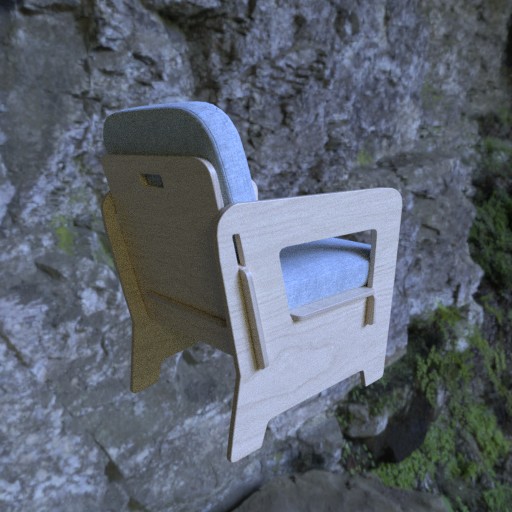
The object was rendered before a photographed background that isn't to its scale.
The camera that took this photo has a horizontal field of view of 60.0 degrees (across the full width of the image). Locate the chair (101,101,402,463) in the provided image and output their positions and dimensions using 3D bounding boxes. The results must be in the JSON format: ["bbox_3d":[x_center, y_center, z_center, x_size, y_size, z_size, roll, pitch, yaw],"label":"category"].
[{"bbox_3d":[0.000,0.000,1.284,0.590,0.800,0.710,13,19,42],"label":"chair"}]
